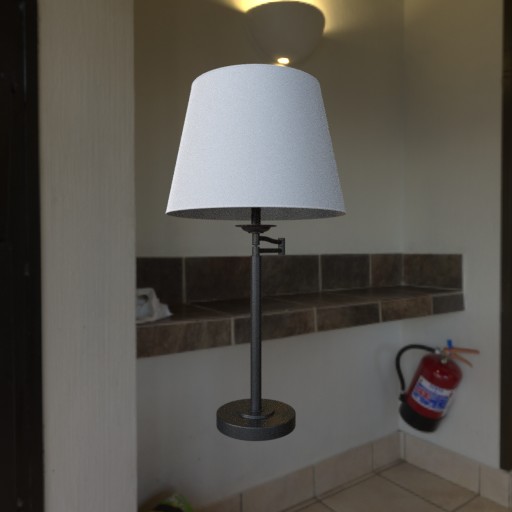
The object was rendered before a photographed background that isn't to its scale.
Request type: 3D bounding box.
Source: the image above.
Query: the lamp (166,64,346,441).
[{"bbox_3d":[0.000,0.000,0.910,0.363,0.696,0.363,0,1,0],"label":"lamp"}]
